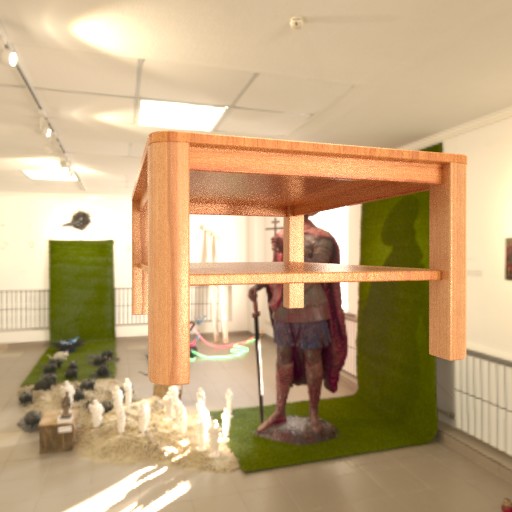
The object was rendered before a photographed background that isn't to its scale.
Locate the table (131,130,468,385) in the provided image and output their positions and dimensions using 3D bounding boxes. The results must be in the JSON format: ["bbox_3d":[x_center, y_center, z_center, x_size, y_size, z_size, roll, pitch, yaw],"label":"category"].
[{"bbox_3d":[0.000,0.000,1.340,0.696,0.445,0.997,0,1,-18],"label":"table"}]
